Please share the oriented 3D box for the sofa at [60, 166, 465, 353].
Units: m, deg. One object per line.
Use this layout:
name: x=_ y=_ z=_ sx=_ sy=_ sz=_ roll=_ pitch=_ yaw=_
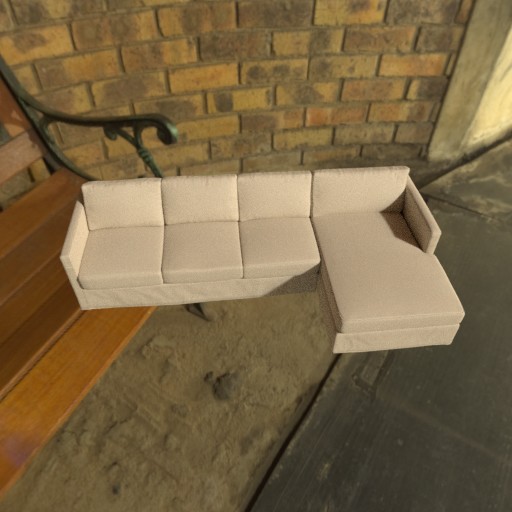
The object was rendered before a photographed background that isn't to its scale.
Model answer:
sofa: x=0.000 y=0.000 z=3.900 sx=3.206 sy=0.871 sz=1.622 roll=-4 pitch=45 yaw=-4
